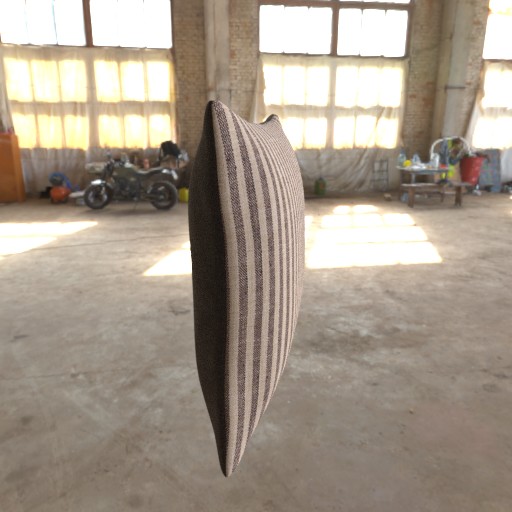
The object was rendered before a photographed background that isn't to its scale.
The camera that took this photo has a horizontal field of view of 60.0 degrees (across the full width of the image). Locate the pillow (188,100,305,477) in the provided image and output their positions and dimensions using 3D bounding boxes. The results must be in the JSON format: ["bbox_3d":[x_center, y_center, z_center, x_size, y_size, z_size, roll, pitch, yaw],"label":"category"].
[{"bbox_3d":[0.000,0.000,0.801,0.166,0.506,0.523,3,16,10],"label":"pillow"}]
